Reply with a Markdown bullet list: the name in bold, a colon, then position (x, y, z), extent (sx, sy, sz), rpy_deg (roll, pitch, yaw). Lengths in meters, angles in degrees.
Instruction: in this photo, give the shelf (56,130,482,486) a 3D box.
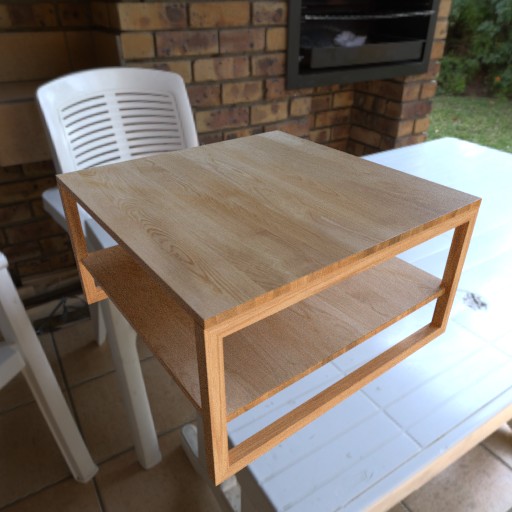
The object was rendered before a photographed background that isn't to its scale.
- **shelf**: position (0.000, 0.000, 1.430), extent (0.899, 0.480, 0.899), rpy_deg (-21, 36, -31)
